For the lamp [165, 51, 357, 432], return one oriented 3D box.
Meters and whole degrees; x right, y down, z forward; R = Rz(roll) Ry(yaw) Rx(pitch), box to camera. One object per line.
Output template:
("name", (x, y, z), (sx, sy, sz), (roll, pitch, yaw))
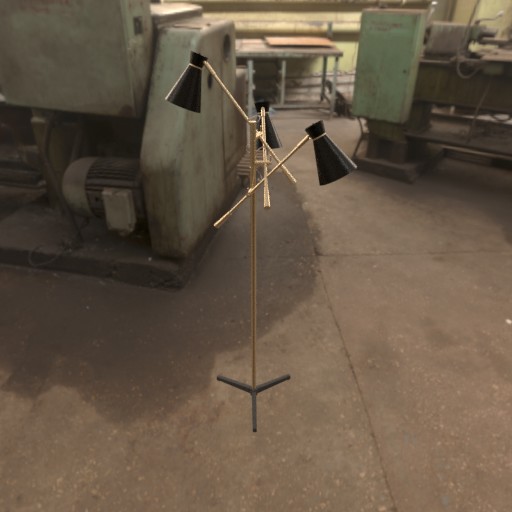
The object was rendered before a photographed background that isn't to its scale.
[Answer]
("lamp", (0.000, 0.000, 2.157), (0.750, 1.804, 0.653), (-1, 32, -1))
